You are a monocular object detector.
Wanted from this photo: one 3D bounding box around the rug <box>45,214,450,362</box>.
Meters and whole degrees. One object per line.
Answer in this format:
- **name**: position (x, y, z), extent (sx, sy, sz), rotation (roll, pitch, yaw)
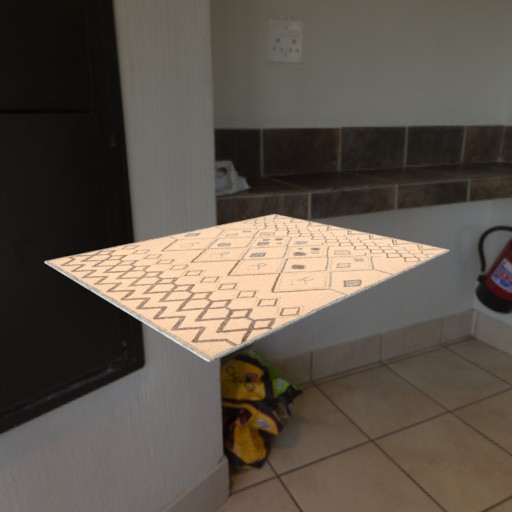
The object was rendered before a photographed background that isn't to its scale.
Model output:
- **rug**: position (0.000, 0.000, 4.245), extent (3.056, 0.013, 2.441), rotation (-16, 23, -42)
